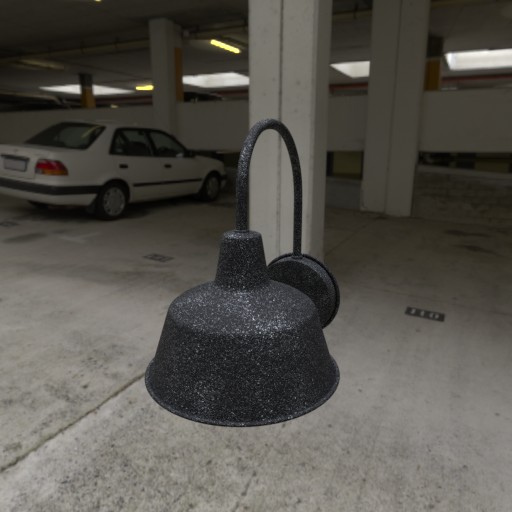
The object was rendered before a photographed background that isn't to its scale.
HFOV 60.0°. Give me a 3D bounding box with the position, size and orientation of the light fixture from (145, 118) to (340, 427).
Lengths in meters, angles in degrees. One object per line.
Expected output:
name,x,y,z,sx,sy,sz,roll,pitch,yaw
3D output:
light fixture,0.000,0.000,0.500,0.216,0.300,0.283,7,16,25
